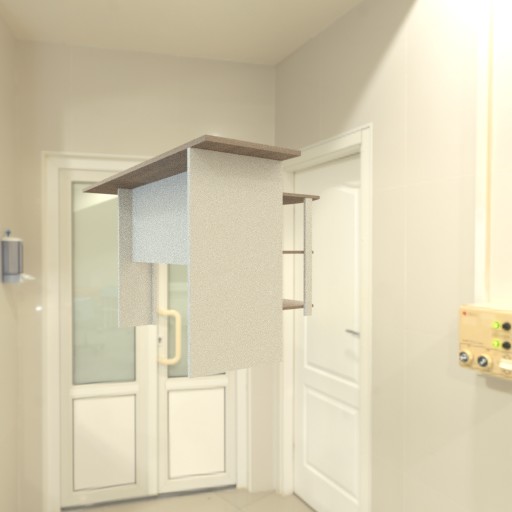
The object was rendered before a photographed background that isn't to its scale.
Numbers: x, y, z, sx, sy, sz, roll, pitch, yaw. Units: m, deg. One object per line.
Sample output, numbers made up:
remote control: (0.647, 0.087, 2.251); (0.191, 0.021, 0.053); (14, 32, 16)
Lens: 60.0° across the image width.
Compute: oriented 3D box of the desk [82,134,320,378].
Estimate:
desk: (0.000, 0.000, 2.180); (1.303, 0.716, 1.361); (-1, 1, -35)
